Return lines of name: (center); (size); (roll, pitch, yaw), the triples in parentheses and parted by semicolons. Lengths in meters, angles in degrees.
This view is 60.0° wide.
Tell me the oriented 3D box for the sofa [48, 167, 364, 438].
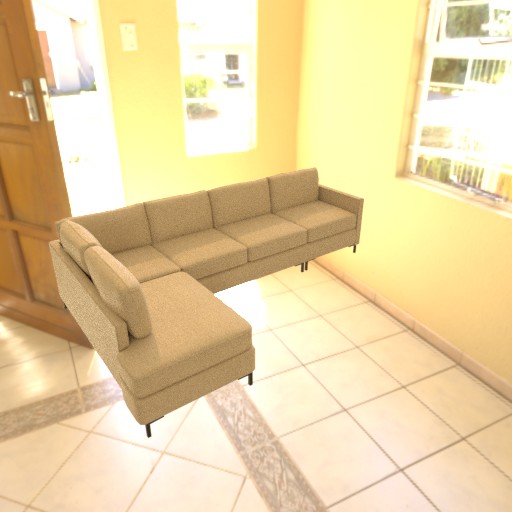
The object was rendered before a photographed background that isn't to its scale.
sofa: (0.000, 0.000, 4.365); (3.384, 0.996, 2.048); (-18, 31, -32)
